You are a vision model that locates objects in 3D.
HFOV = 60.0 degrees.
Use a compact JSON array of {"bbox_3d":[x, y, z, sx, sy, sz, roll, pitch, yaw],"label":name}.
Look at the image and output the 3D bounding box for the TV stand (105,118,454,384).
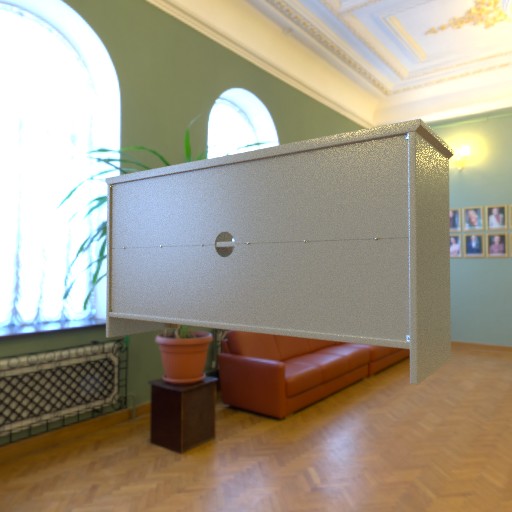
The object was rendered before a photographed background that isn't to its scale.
[{"bbox_3d":[0.000,0.000,1.479,1.167,0.603,0.344,-1,-2,36],"label":"TV stand"}]
